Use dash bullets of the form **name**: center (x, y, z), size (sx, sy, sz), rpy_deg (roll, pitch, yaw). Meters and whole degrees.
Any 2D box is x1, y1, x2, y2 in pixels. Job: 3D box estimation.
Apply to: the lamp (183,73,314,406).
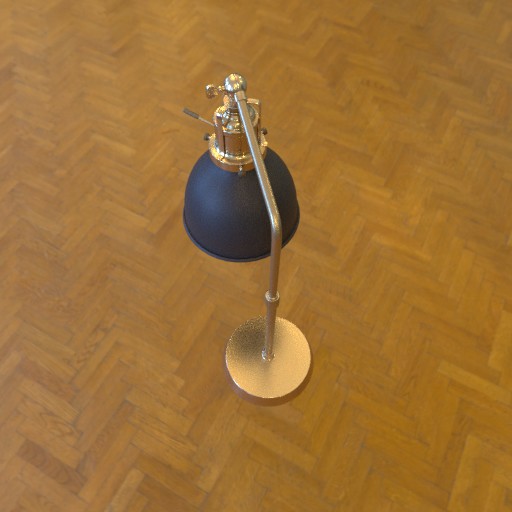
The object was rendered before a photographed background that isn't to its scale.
- **lamp**: center (0.000, 0.000, 0.582), size (0.160, 0.456, 0.291), rpy_deg (-15, 60, -9)
